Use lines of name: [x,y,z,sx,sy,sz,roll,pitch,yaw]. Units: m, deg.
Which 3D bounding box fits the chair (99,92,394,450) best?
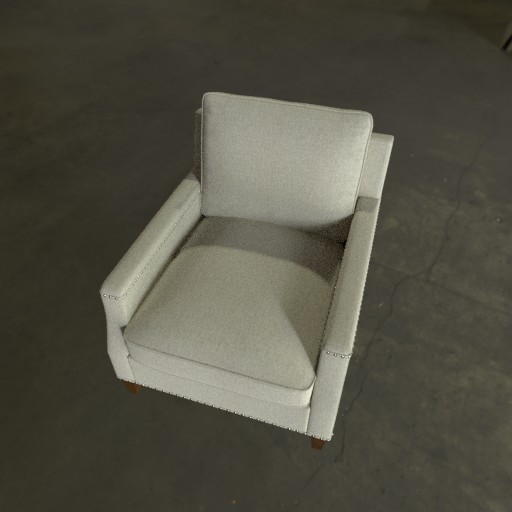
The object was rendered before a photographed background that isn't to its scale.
chair: [0.000,0.000,1.736,0.853,0.943,1.014,12,44,13]
